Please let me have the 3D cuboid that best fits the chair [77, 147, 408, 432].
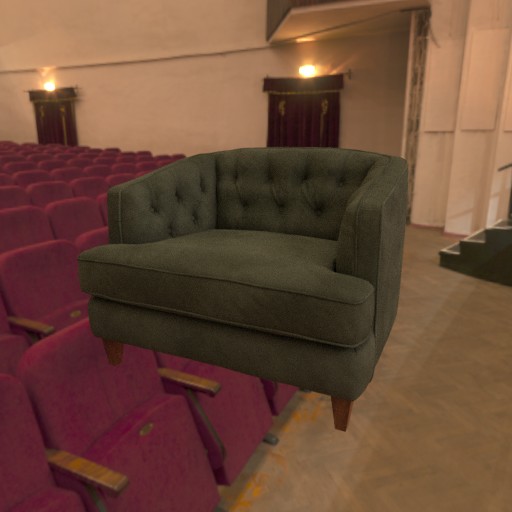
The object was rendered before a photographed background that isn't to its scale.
[{"bbox_3d":[0.000,0.000,1.813,1.104,0.852,0.941,7,16,25],"label":"chair"}]
